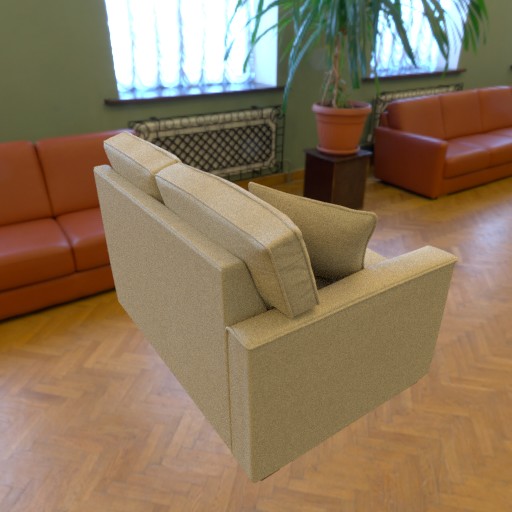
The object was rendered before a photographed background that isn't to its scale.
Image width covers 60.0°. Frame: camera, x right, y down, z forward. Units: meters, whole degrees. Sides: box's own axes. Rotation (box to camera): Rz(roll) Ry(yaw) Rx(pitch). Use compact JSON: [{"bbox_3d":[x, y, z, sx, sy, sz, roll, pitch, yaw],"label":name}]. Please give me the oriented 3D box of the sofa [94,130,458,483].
[{"bbox_3d":[0.000,0.000,2.036,0.991,0.989,1.388,-18,33,-30],"label":"sofa"}]
